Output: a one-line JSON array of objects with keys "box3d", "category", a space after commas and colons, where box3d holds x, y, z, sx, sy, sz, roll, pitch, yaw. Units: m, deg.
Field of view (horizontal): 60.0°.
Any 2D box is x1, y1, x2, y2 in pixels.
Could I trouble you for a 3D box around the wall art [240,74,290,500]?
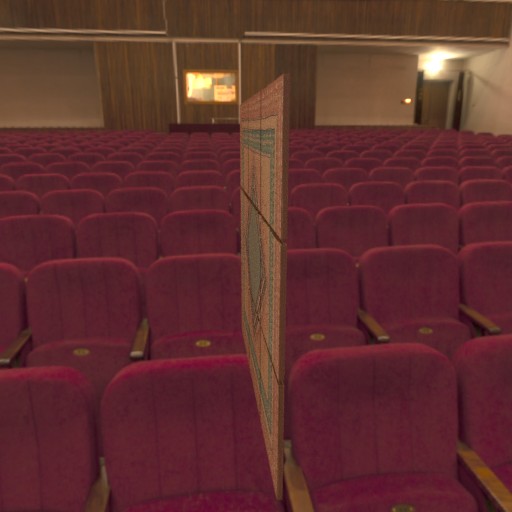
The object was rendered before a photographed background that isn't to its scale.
[{"box3d": [0.000, 0.000, 1.336, 0.013, 0.914, 0.915, -2, 16, -7], "category": "wall art"}]
